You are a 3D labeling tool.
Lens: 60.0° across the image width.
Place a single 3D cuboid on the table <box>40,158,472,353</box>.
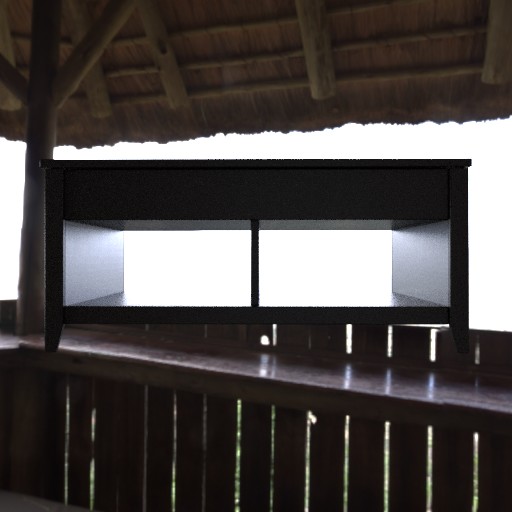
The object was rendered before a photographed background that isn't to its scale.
[{"bbox_3d":[0.000,0.000,1.280,1.016,0.457,0.483,0,0,1],"label":"table"}]
